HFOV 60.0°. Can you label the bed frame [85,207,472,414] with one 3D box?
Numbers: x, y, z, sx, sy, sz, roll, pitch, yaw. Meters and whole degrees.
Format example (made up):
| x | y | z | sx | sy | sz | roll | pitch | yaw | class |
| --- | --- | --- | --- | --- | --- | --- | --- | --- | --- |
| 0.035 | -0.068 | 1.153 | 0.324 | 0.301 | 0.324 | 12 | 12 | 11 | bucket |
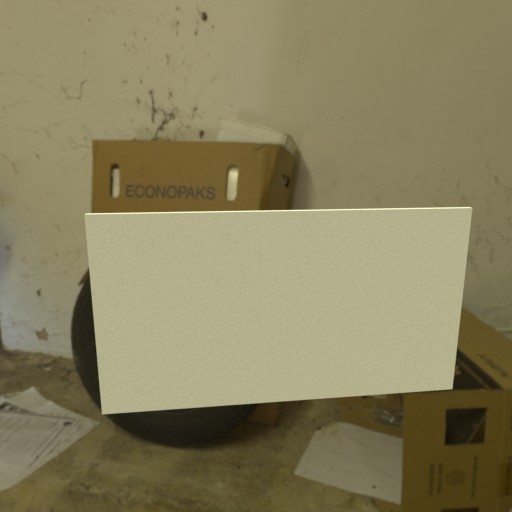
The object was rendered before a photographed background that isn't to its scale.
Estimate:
| x | y | z | sx | sy | sz | roll | pitch | yaw | class |
| --- | --- | --- | --- | --- | --- | --- | --- | --- | --- |
| 0.000 | 0.000 | 2.709 | 1.490 | 0.800 | 1.950 | -2 | 13 | -7 | bed frame |
